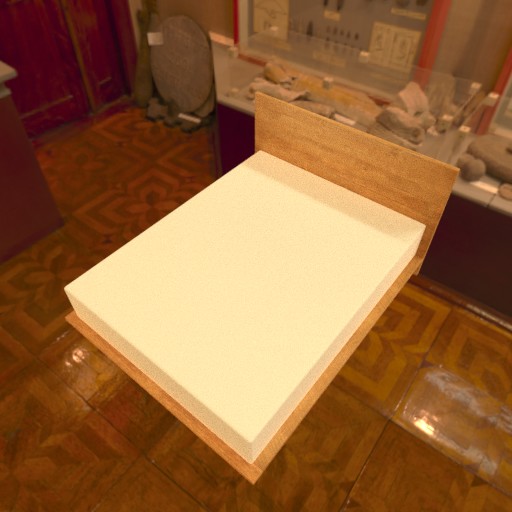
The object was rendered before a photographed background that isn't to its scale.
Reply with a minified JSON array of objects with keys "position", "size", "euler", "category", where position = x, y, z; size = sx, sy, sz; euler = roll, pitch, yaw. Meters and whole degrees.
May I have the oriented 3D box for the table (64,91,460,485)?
[{"position":[0.000,0.000,3.077],"size":[1.707,1.041,2.149],"euler":[31,54,26],"category":"table"}]
